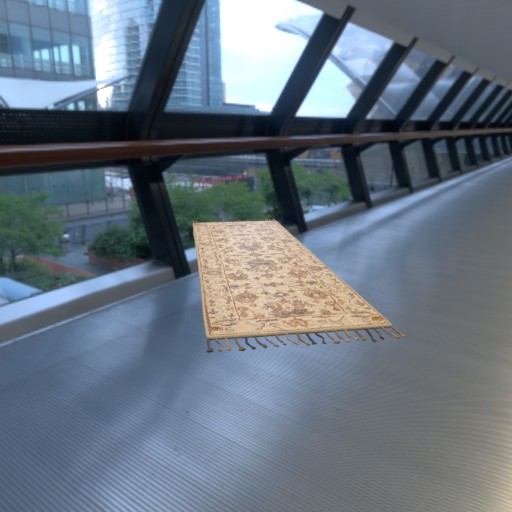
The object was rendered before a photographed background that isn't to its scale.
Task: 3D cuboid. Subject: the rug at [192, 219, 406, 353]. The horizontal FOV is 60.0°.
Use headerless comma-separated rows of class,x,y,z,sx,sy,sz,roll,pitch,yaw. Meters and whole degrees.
rug,0.000,0.000,2.713,0.729,0.021,2.438,-2,15,-9
